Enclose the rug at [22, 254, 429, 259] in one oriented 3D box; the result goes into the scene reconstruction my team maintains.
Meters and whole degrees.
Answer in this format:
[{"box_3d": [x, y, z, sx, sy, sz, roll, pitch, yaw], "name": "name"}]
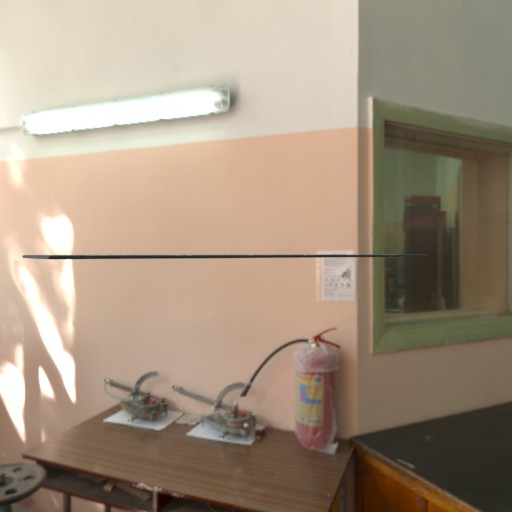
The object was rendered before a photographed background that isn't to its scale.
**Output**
[{"box_3d": [0.000, 0.000, 2.506, 2.276, 0.014, 0.678, 0, 0, -35], "name": "rug"}]
